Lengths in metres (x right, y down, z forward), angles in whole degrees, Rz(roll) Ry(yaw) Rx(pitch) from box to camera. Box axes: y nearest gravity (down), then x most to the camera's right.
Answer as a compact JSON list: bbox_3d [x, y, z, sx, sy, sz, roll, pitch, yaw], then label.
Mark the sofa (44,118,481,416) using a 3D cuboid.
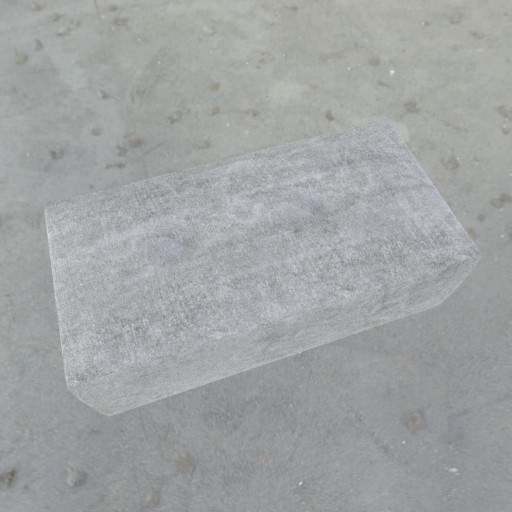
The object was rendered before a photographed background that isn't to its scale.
[{"bbox_3d":[0.000,0.000,1.123,0.930,0.330,0.480,-16,61,-9],"label":"sofa"}]
